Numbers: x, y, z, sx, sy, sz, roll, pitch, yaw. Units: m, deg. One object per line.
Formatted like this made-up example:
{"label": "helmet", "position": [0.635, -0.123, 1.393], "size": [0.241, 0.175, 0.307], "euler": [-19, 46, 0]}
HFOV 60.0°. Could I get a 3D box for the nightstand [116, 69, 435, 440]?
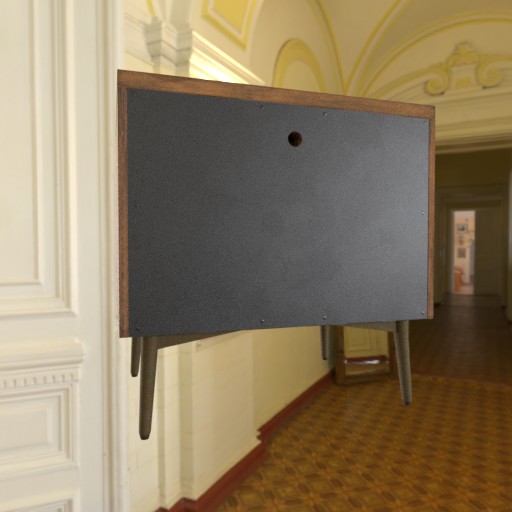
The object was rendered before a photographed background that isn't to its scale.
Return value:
{"label": "nightstand", "position": [0.000, 0.000, 1.022], "size": [0.610, 0.610, 0.458], "euler": [0, 2, -18]}
